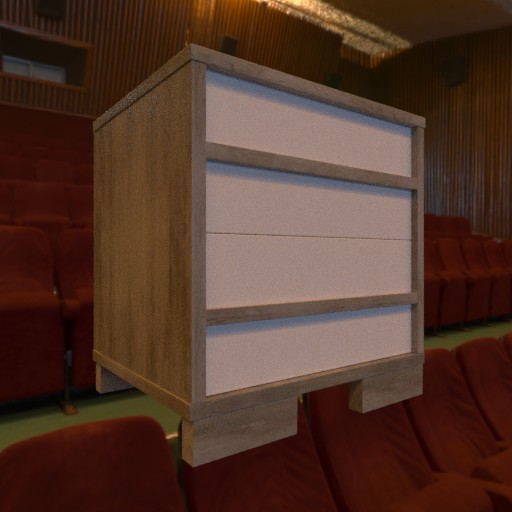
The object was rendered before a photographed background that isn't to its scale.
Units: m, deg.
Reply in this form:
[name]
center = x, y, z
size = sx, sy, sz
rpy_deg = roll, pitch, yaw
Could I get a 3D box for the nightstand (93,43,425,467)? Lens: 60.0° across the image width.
[nightstand]
center = 0.000, 0.000, 0.731
size = 0.427, 0.448, 0.347
rpy_deg = 0, 0, -36
